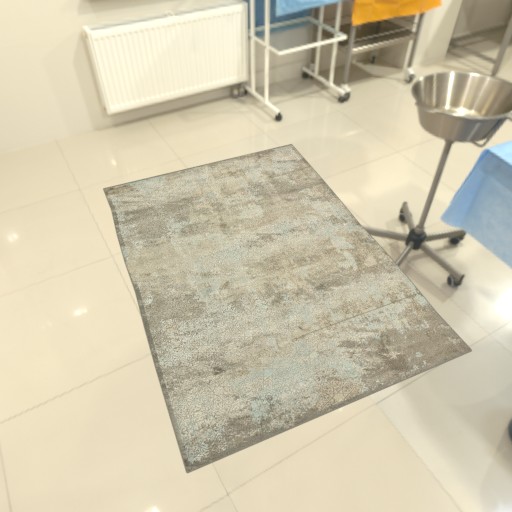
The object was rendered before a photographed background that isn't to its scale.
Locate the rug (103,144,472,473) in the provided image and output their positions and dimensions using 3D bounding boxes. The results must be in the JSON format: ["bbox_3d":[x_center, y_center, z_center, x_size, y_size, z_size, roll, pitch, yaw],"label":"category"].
[{"bbox_3d":[0.000,0.000,4.295,2.393,0.013,3.307,-17,48,-16],"label":"rug"}]
